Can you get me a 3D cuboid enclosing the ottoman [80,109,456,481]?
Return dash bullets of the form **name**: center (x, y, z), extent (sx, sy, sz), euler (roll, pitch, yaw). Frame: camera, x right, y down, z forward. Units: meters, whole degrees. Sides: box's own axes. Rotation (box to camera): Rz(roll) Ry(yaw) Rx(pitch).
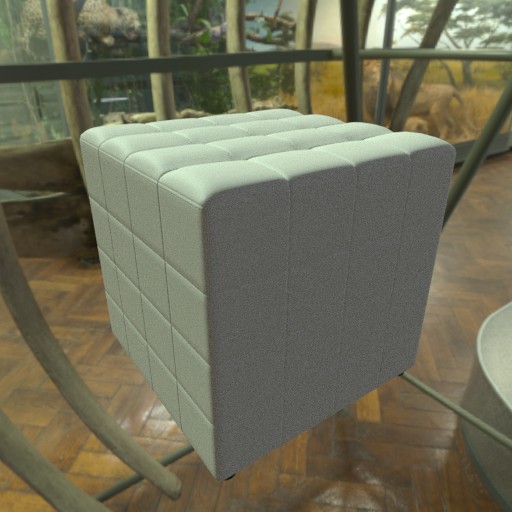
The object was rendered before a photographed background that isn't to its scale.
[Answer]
- **ottoman**: center (0.000, 0.000, 0.776), extent (0.425, 0.432, 0.425), euler (-17, 31, -31)
